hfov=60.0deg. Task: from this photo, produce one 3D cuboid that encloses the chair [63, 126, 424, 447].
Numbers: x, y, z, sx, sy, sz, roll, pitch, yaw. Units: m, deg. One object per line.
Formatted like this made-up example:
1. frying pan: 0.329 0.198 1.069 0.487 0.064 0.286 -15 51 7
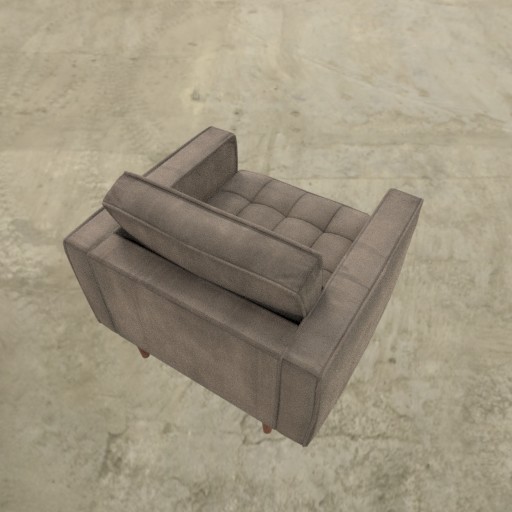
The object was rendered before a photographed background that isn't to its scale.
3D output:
1. chair: 0.000 0.000 1.564 0.928 0.773 0.843 24 52 21
